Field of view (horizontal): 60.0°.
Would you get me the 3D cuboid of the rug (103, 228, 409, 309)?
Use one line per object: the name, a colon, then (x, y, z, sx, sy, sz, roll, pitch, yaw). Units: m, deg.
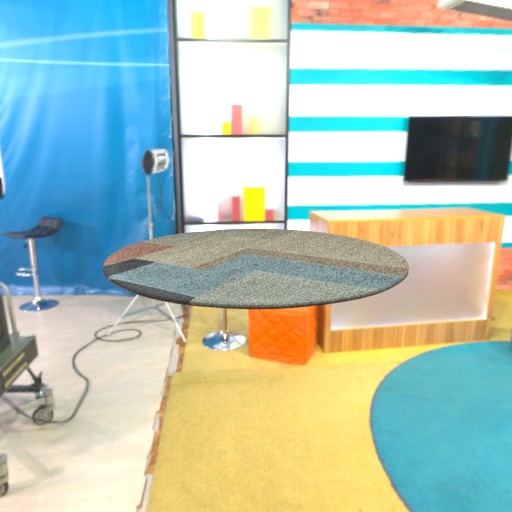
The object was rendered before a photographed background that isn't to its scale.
rug: (0.000, 0.000, 3.750, 2.461, 0.033, 2.461, 0, 14, 0)
